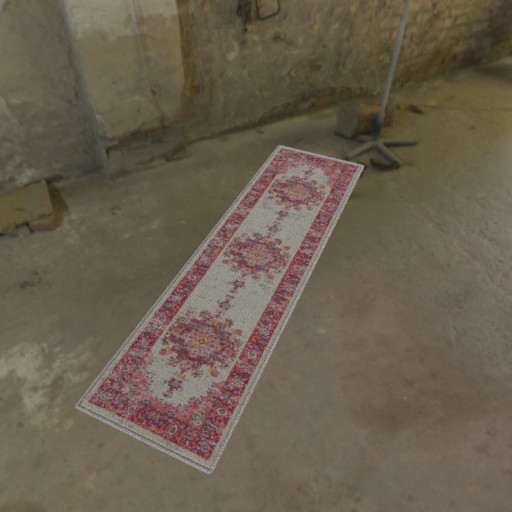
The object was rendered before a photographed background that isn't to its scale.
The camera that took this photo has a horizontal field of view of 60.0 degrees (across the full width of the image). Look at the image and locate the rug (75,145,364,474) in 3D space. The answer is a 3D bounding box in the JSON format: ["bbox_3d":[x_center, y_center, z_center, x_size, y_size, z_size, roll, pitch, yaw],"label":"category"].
[{"bbox_3d":[0.000,0.000,2.530,0.666,0.011,2.294,18,48,17],"label":"rug"}]
